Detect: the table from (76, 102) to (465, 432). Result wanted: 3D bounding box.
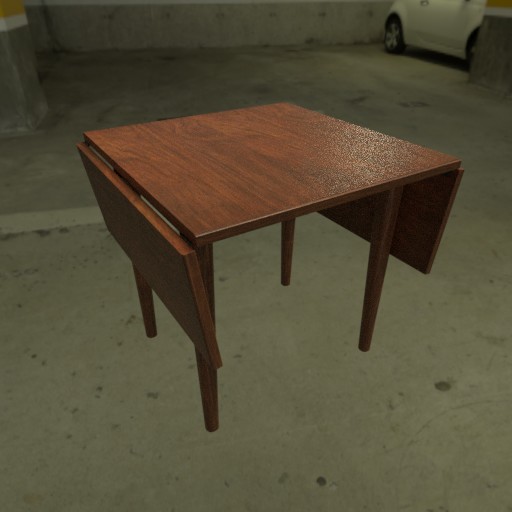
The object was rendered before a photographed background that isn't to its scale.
[{"bbox_3d":[0.000,0.000,1.491,0.843,0.763,0.812,-18,36,-27],"label":"table"}]
